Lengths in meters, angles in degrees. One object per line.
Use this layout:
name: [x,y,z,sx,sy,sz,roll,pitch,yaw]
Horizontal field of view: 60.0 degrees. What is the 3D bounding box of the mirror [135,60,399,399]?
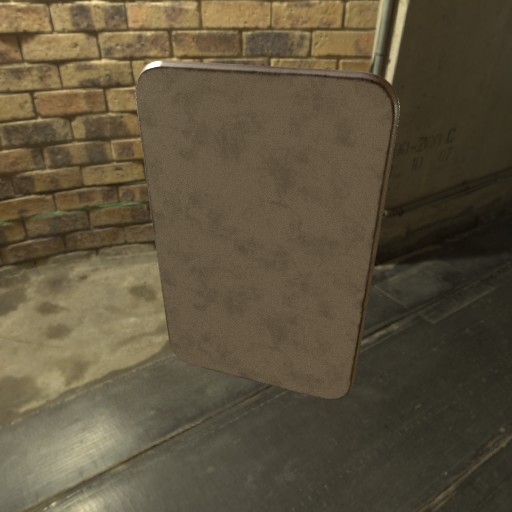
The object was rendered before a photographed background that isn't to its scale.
mirror: [0.000,0.000,0.895,0.461,0.713,0.024,10,33,16]
